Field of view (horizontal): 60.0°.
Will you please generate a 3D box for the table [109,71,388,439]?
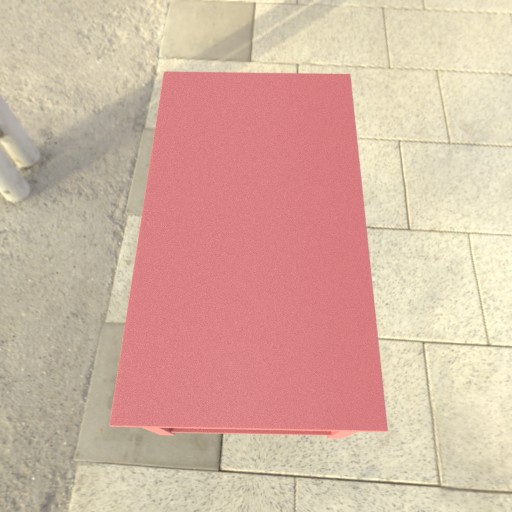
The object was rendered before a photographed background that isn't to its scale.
[{"bbox_3d":[0.000,0.000,1.407,0.612,0.493,1.068,1,64,0],"label":"table"}]
